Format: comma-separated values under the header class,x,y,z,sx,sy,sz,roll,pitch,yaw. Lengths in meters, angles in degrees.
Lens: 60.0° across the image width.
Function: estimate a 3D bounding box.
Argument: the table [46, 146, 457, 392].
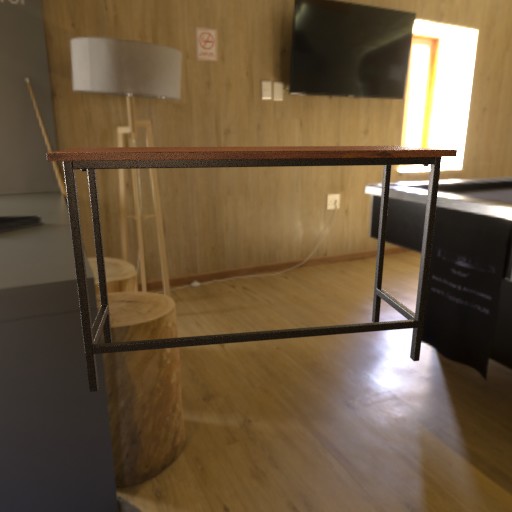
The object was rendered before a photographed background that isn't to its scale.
class,x,y,z,sx,sy,sz,roll,pitch,yaw
table,0.000,0.000,1.570,1.204,0.740,0.408,-3,16,-10
